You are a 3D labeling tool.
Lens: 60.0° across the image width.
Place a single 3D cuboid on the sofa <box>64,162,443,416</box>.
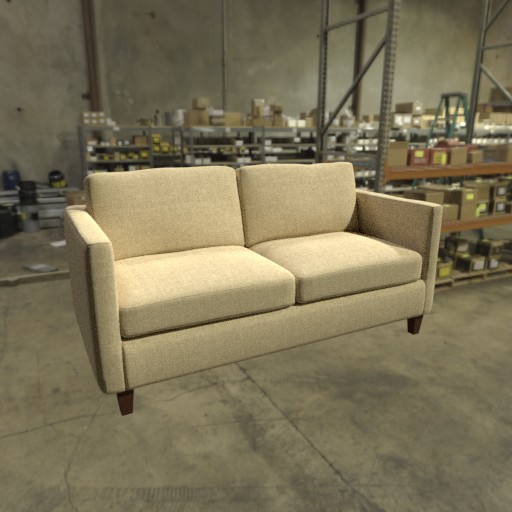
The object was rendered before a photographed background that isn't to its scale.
[{"bbox_3d":[0.000,0.000,2.473,1.884,0.963,0.950,-8,18,-26],"label":"sofa"}]
